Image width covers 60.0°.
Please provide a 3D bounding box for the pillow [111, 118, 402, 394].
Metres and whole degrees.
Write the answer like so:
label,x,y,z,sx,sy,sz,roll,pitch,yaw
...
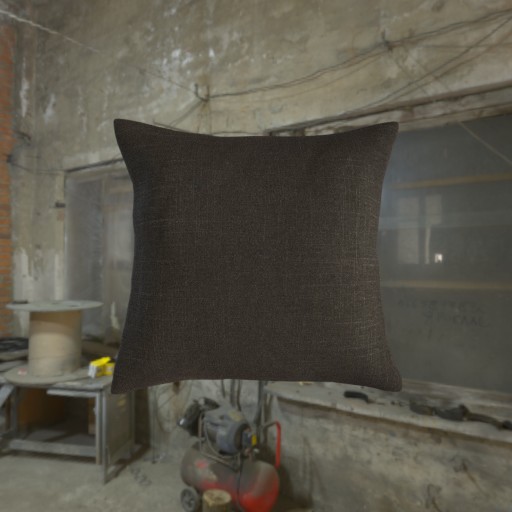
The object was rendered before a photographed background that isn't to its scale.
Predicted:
label,x,y,z,sx,sy,sz,roll,pitch,yaw
pillow,0.000,0.000,0.714,0.468,0.444,0.138,0,-1,0
